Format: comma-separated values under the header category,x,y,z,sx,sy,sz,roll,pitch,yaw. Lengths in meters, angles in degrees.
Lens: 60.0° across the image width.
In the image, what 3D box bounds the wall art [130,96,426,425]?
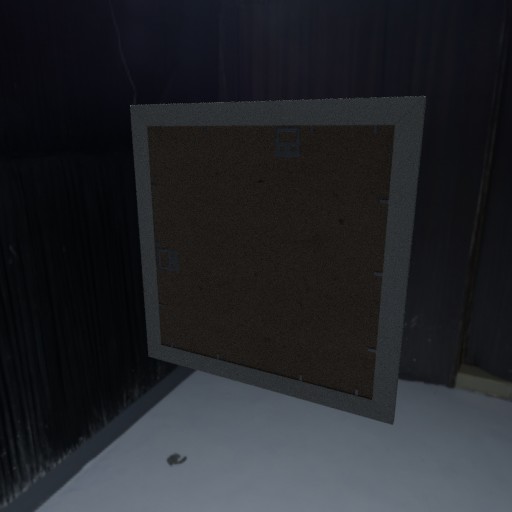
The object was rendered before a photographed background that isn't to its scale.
category,x,y,z,sx,sy,sz,roll,pitch,yaw
wall art,0.000,0.000,0.890,0.584,0.584,0.013,8,18,26
